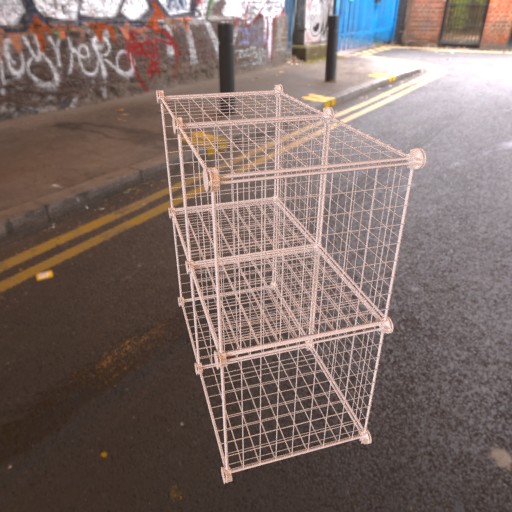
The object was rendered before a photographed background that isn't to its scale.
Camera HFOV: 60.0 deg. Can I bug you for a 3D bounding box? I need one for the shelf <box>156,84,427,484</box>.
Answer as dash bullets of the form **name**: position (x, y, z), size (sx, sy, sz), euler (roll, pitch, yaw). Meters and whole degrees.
- **shelf**: position (0.000, 0.000, 1.129), size (0.356, 0.711, 0.711), euler (-8, 31, -14)
